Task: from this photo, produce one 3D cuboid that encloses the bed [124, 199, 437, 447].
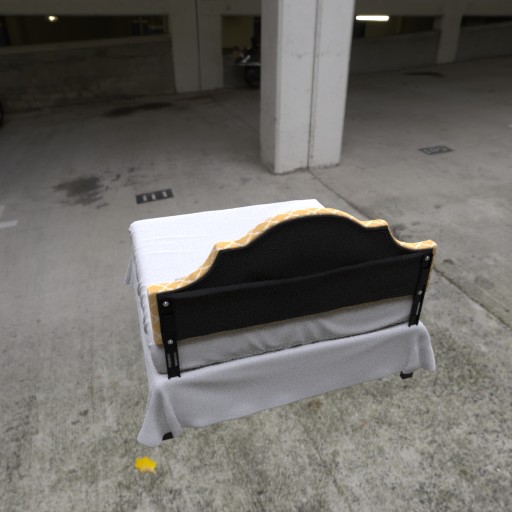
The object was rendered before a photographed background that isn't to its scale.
[{"bbox_3d":[0.000,0.000,3.795,2.314,1.601,2.222,-9,30,-15],"label":"bed"}]
